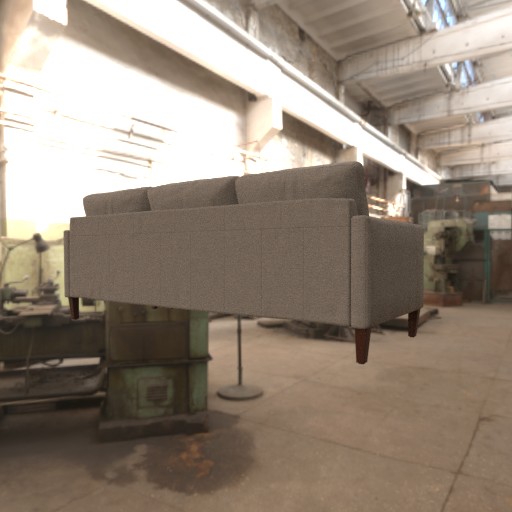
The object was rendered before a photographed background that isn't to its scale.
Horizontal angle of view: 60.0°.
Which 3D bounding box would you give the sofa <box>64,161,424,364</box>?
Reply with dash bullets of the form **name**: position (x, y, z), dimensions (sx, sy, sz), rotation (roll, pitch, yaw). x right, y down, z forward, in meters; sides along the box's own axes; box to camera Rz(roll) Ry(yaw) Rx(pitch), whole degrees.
- **sofa**: position (0.000, 0.000, 3.000), dimensions (2.178, 0.875, 1.506), rotation (0, 1, 36)
